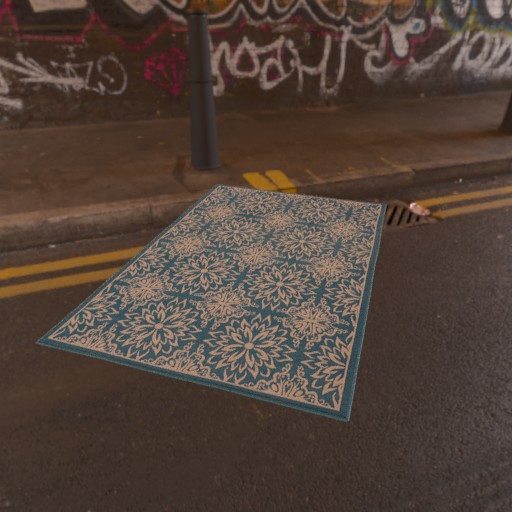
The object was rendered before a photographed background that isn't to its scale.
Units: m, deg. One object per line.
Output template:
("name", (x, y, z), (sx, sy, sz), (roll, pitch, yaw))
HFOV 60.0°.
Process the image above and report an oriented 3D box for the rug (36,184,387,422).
("rug", (0.000, 0.000, 2.320), (1.211, 0.012, 1.833), (9, 31, 16))
